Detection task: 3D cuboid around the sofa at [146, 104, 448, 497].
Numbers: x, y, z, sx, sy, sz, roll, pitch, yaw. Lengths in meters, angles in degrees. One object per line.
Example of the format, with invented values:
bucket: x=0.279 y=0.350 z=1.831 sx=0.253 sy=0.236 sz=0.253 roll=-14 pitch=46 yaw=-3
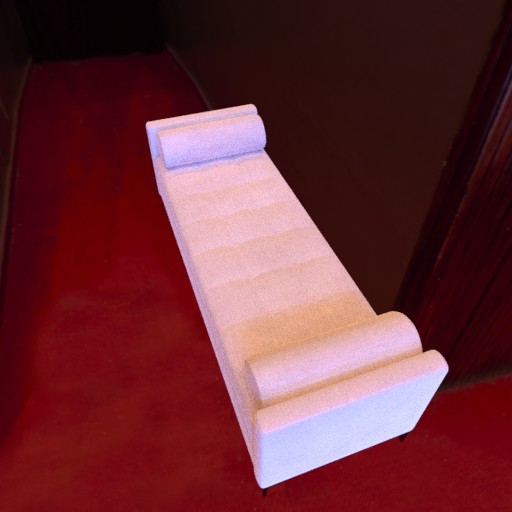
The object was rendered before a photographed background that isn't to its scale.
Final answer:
sofa: x=0.000 y=0.000 z=2.269 sx=0.686 sy=0.635 sz=1.981 roll=-15 pitch=47 yaw=-14
